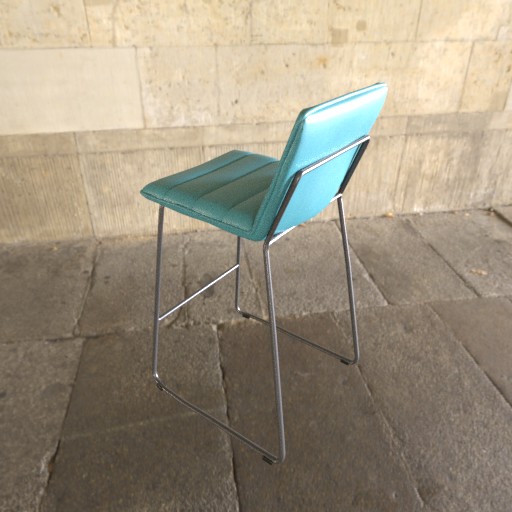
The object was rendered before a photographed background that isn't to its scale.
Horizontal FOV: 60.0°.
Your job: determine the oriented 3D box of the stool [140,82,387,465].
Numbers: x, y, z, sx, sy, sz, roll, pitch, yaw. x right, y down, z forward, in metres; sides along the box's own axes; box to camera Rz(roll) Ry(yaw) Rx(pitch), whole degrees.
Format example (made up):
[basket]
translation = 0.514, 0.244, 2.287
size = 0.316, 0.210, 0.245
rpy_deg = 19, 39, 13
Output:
[stool]
translation = 0.000, 0.000, 1.256
size = 0.524, 0.936, 0.489
rpy_deg = 21, 37, 31
